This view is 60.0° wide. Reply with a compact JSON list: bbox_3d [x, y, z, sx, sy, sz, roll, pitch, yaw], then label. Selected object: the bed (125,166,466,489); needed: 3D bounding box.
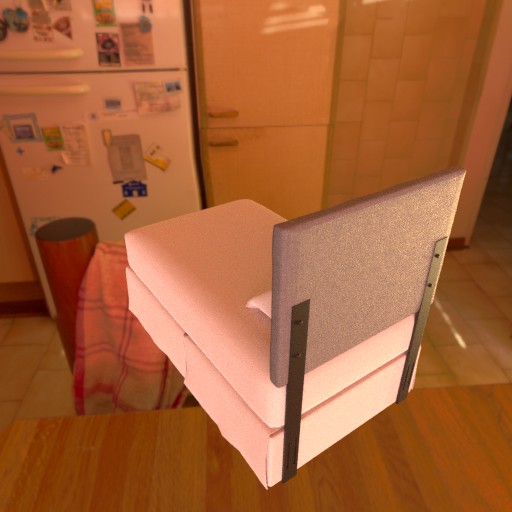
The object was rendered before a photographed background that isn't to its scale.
[{"bbox_3d":[0.000,0.000,2.956,1.261,1.571,1.997,-20,36,-30],"label":"bed"}]
